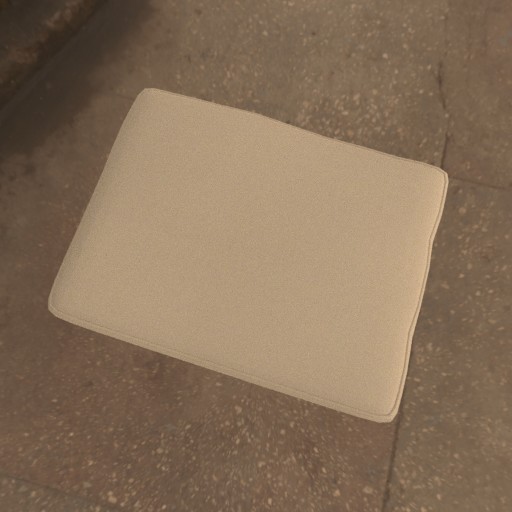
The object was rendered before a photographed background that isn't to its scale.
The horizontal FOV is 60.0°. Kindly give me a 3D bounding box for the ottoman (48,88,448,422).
[{"bbox_3d":[0.000,0.000,1.209,0.818,0.485,0.634,17,76,4],"label":"ottoman"}]
